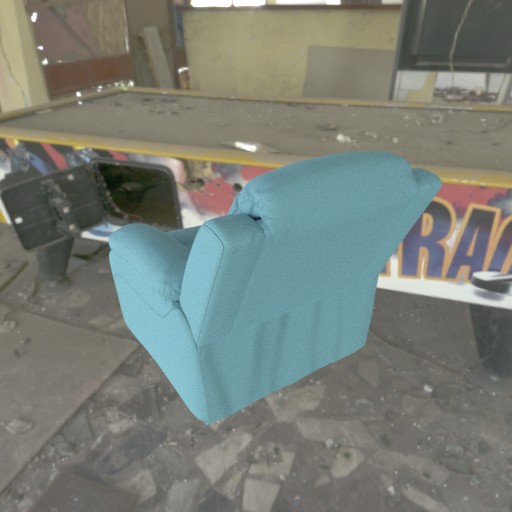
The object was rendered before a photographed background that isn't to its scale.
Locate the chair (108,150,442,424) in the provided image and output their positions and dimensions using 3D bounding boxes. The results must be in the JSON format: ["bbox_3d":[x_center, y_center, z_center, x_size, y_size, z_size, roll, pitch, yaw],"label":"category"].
[{"bbox_3d":[0.000,0.000,1.263,0.680,0.702,0.709,-18,33,-29],"label":"chair"}]
